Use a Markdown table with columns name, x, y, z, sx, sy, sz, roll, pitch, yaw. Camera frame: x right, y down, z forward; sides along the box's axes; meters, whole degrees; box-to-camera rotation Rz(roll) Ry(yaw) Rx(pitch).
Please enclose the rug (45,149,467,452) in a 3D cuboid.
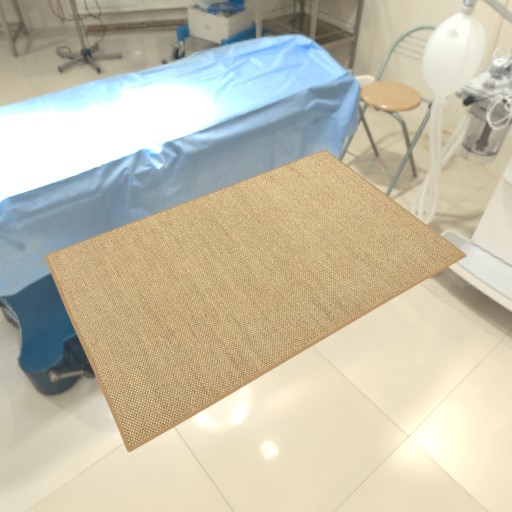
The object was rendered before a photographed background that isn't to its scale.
| name | x | y | z | sx | sy | sz | roll | pitch | yaw |
| --- | --- | --- | --- | --- | --- | --- | --- | --- | --- |
| rug | 0.000 | 0.000 | 2.062 | 1.668 | 0.012 | 1.061 | -25 | 51 | -22 |
